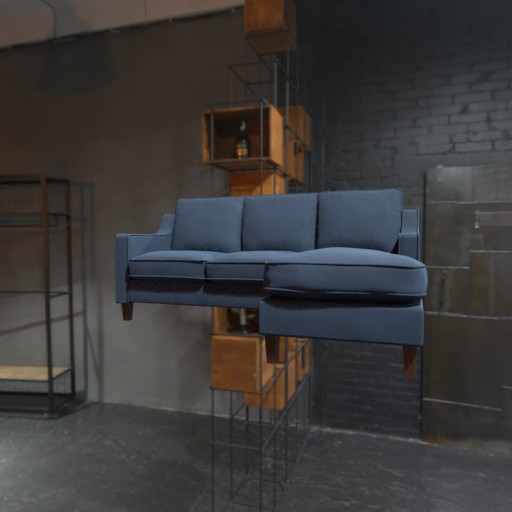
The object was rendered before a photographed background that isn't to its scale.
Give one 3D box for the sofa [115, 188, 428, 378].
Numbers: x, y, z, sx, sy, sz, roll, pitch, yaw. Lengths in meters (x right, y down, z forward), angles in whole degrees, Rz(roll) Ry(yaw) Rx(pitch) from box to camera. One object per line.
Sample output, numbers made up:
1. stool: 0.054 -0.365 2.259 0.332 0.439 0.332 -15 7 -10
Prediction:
1. sofa: 0.000 0.000 3.255 2.317 1.066 1.858 1 2 19
